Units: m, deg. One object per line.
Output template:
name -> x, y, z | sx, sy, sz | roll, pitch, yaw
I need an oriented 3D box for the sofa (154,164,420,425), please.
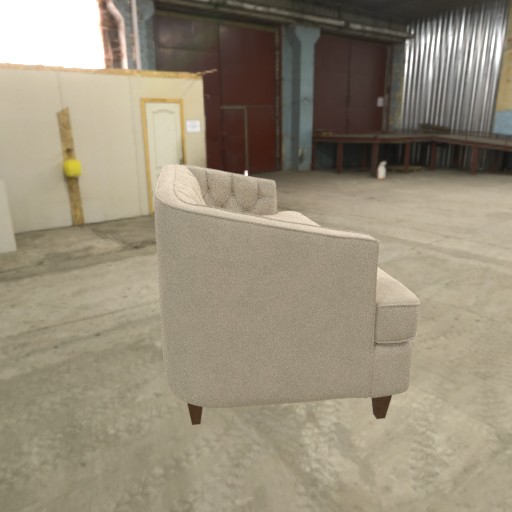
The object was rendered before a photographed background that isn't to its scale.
sofa -> 0.000, 0.000, 2.296 | 0.940, 0.878, 1.731 | -3, 17, -9
